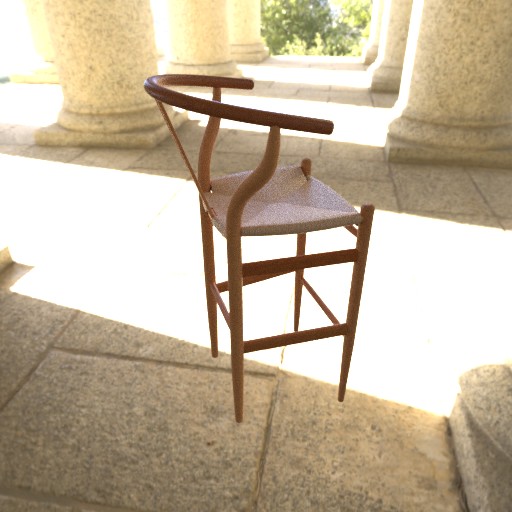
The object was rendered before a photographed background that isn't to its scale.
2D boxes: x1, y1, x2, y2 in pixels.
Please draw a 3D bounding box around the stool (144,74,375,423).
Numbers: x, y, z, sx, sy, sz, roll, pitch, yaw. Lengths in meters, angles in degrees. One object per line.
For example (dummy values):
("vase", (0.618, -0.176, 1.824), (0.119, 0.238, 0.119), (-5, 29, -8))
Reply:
("stool", (0.000, 0.000, 1.396), (0.561, 1.068, 0.574), (-10, 32, -16))
